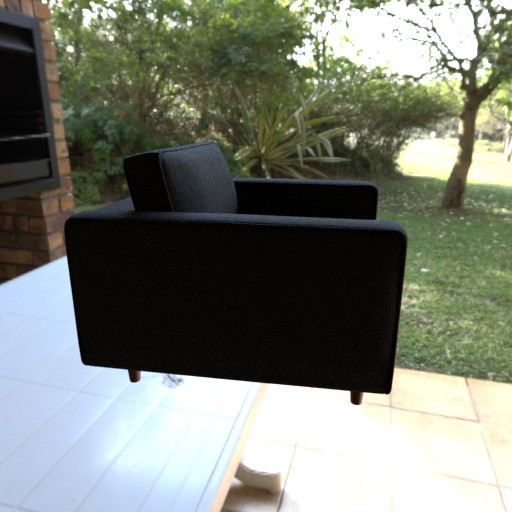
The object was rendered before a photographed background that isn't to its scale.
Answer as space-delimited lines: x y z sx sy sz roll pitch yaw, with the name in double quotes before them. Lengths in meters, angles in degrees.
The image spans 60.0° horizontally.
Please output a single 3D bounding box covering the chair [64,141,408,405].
"chair" 0.000 0.000 1.584 0.919 0.770 0.899 3 17 9
